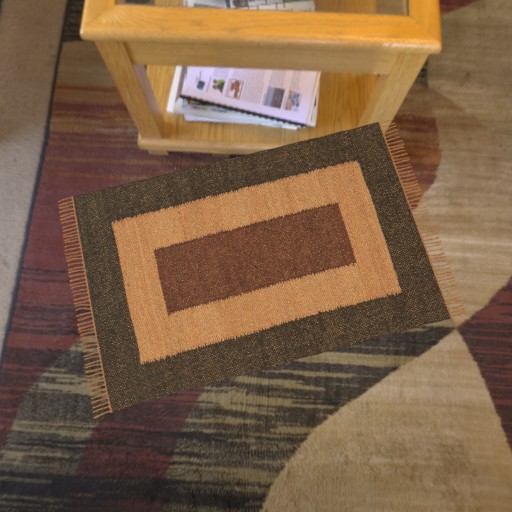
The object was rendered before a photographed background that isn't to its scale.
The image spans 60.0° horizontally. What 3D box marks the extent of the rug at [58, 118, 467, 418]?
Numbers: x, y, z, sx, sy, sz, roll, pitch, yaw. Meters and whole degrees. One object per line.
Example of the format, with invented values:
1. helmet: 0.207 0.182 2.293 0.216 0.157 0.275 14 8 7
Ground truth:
1. rug: 0.000 0.000 1.845 1.541 0.013 0.920 -14 77 -3
